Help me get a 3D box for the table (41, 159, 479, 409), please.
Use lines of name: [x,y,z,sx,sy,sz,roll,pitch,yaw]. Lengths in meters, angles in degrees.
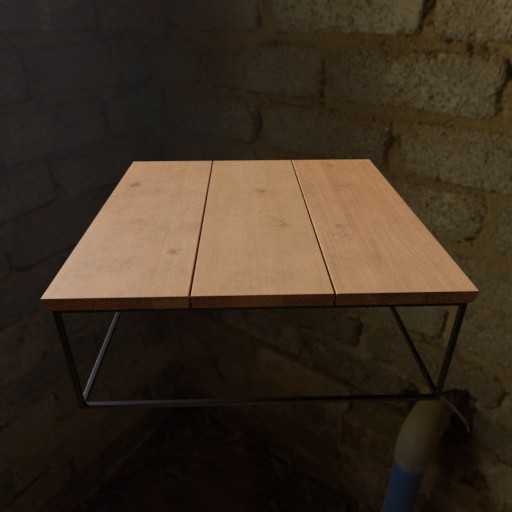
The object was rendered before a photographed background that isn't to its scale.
table: [0.000,0.000,1.687,1.100,0.400,1.100,-1,30,-2]
